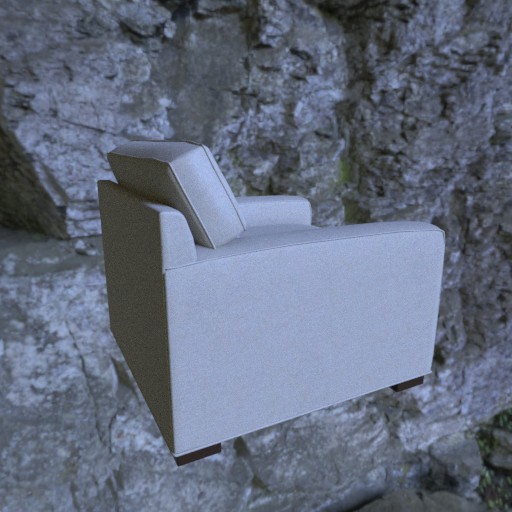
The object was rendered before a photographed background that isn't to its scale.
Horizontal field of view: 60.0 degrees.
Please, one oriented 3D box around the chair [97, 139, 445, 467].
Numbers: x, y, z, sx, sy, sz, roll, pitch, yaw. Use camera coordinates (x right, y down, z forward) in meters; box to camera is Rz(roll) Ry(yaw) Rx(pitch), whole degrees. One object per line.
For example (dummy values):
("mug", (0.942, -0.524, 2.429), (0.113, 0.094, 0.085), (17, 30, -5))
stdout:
("chair", (0.000, 0.000, 1.797), (1.043, 0.913, 0.998), (-8, 17, -27))
